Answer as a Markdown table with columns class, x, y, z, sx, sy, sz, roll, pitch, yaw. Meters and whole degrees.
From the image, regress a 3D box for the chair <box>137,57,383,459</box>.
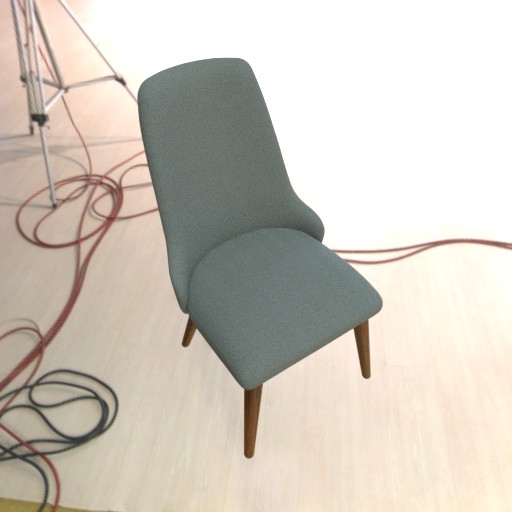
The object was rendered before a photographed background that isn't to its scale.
| class | x | y | z | sx | sy | sz | roll | pitch | yaw |
| --- | --- | --- | --- | --- | --- | --- | --- | --- | --- |
| chair | 0.000 | 0.000 | 1.337 | 0.535 | 0.918 | 0.707 | -25 | 51 | -22 |
